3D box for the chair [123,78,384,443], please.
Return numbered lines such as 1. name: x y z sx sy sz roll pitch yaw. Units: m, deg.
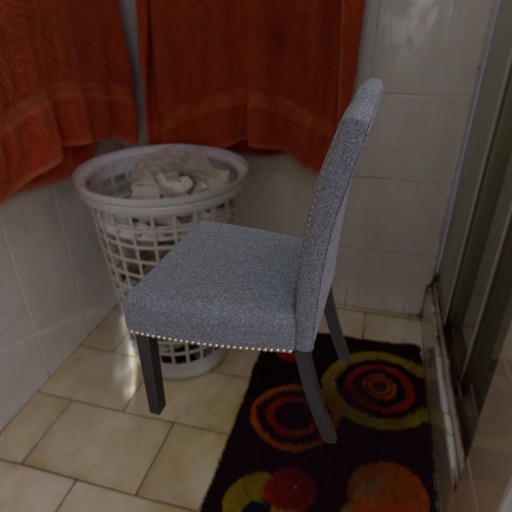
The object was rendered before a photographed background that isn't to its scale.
1. chair: 0.000 0.000 1.259 0.589 0.946 0.518 9 31 15
